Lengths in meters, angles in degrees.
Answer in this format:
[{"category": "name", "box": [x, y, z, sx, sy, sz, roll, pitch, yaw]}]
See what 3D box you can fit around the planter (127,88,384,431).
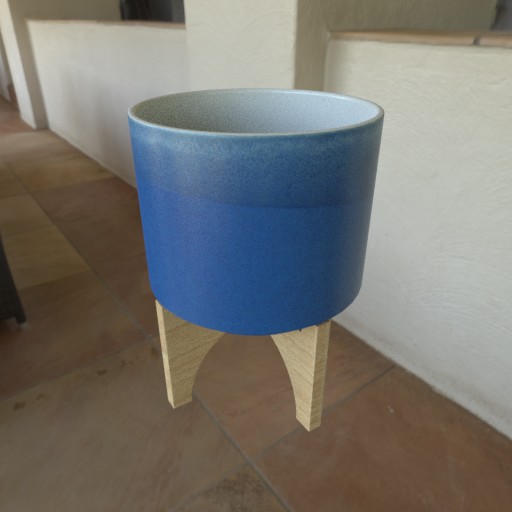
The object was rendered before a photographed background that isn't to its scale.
[{"category": "planter", "box": [0.000, 0.000, 0.404, 0.192, 0.263, 0.192, 0, 28, 0]}]
